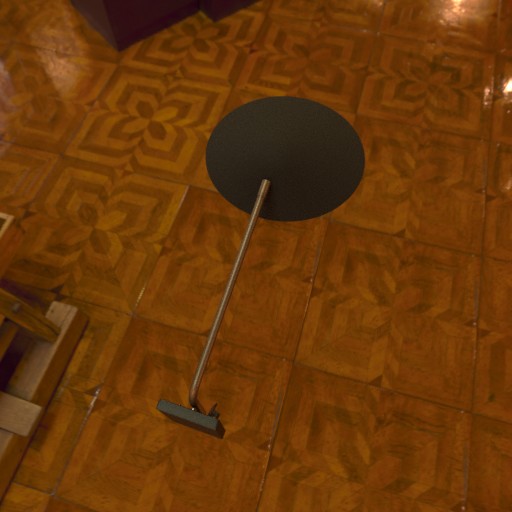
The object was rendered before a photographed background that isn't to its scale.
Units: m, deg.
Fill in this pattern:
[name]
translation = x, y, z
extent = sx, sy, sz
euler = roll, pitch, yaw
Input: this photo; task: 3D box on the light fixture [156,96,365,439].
[light fixture]
translation = 0.000, 0.000, 0.680
extent = 0.240, 0.312, 0.516
euler = 17, 64, 8
